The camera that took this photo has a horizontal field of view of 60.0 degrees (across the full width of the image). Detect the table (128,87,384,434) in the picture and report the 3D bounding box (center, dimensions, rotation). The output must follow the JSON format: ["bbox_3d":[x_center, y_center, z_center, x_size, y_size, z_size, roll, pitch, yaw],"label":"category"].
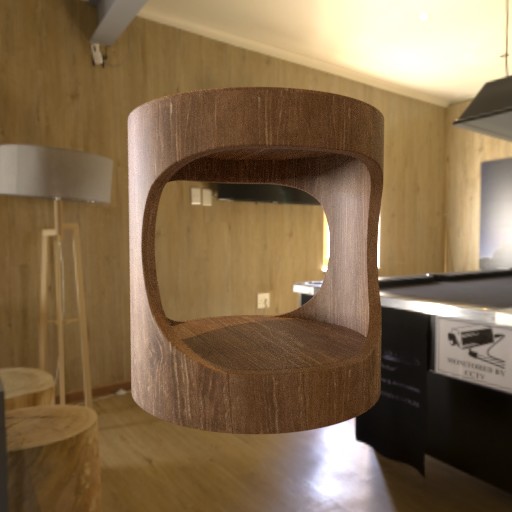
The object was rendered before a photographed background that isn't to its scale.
[{"bbox_3d":[0.000,0.000,0.962,0.527,0.551,0.527,0,3,0],"label":"table"}]
